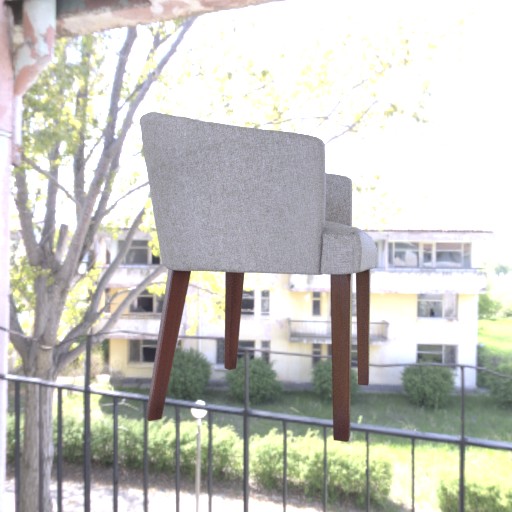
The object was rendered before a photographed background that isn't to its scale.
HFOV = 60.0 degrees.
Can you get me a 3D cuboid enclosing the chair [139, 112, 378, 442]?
[{"bbox_3d":[0.000,0.000,1.287,0.655,0.811,0.583,0,0,19],"label":"chair"}]
